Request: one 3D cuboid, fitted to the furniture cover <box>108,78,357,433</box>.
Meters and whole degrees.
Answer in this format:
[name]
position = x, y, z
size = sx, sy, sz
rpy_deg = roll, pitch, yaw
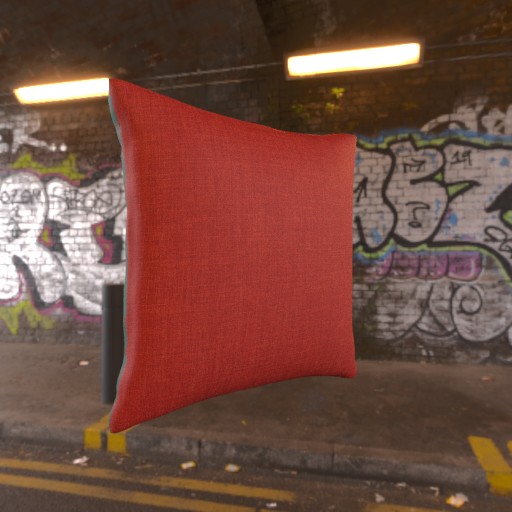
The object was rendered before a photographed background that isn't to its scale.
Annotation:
[furniture cover]
position = 0.000, 0.000, 0.778
size = 0.517, 0.508, 0.158
rpy_deg = 0, 0, -36
